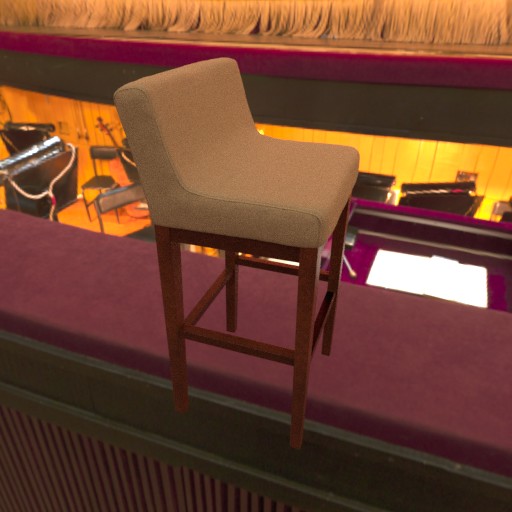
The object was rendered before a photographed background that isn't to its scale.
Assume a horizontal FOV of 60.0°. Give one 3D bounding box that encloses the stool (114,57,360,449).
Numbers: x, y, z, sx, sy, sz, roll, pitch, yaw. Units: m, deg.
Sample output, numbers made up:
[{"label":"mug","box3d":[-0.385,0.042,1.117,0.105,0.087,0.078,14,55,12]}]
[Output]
[{"label":"stool","box3d":[0.000,0.000,1.335,0.500,1.037,0.511,11,32,17]}]
